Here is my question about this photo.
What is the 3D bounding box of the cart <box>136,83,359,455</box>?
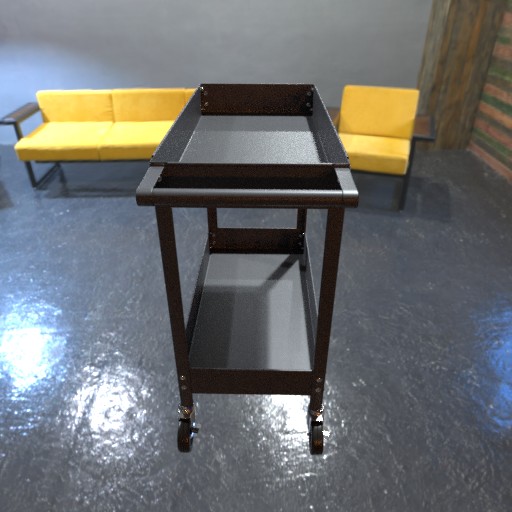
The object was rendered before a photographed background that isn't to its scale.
[{"bbox_3d":[0.000,0.000,1.166,0.366,0.719,0.779,1,32,1],"label":"cart"}]
